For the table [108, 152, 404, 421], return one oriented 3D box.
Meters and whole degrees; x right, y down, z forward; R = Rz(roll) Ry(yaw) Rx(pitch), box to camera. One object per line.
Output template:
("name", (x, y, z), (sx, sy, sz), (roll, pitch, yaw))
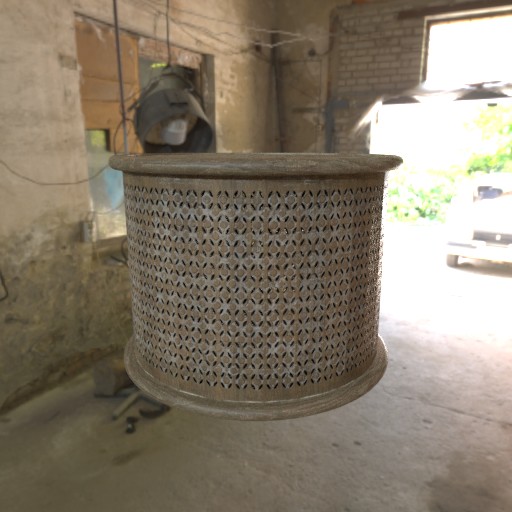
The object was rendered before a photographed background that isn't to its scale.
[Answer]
("table", (0.000, 0.000, 1.008), (0.607, 0.450, 0.607), (0, 14, 0))
